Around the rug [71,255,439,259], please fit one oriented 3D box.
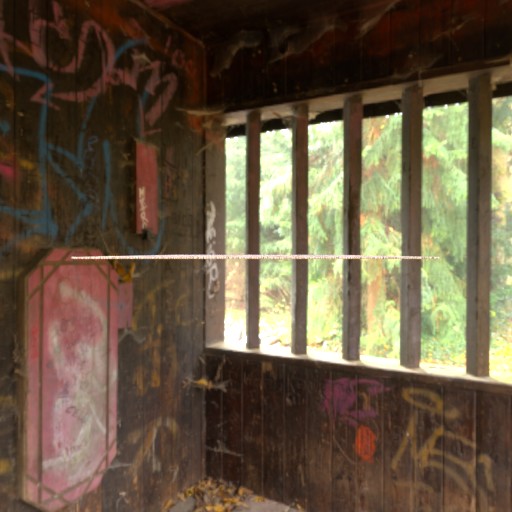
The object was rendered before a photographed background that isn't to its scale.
[{"bbox_3d":[0.000,0.000,3.052,1.545,0.010,2.440,0,0,0],"label":"rug"}]
